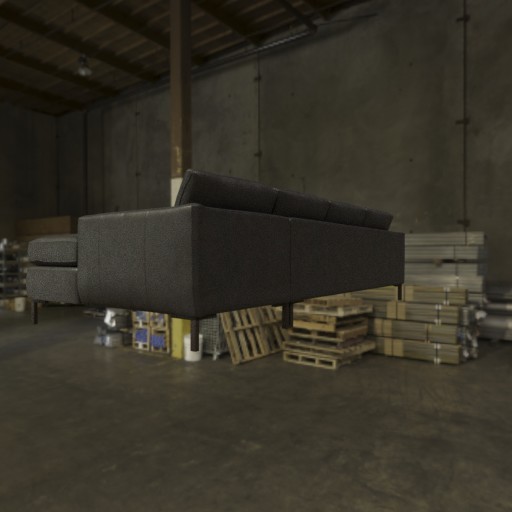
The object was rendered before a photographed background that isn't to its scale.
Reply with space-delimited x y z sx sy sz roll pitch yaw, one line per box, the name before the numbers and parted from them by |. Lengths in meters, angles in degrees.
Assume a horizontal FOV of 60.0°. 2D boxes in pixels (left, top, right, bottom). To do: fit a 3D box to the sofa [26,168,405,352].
sofa | 0.000 0.000 3.567 1.471 0.859 2.993 0 0 36
